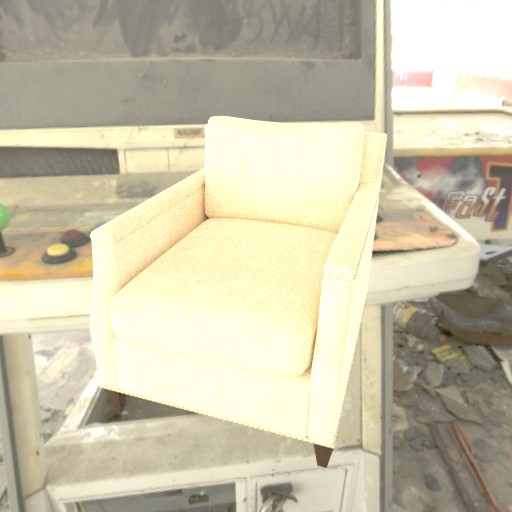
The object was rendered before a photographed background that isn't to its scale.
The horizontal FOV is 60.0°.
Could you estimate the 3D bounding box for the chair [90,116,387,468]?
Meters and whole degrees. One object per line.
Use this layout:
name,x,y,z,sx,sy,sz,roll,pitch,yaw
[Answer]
chair,0.000,0.000,1.730,0.838,0.940,1.041,8,27,17
